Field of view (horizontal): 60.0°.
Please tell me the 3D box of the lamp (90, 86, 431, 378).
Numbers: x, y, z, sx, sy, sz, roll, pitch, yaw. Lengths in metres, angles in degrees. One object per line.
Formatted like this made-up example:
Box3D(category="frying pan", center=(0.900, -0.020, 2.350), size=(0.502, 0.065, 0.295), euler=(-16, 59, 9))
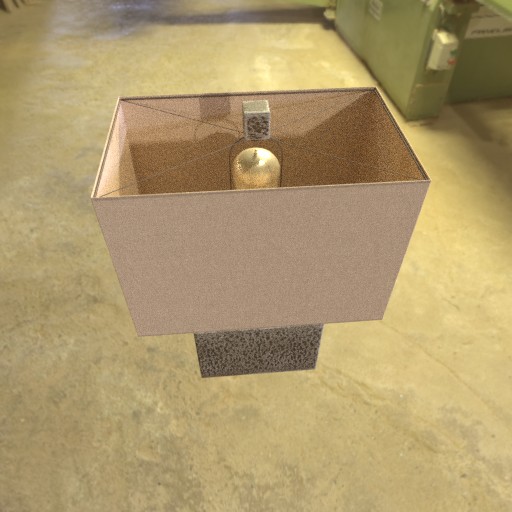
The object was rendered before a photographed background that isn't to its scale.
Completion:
Box3D(category="lamp", center=(0.000, 0.000, 0.570), size=(0.294, 0.411, 0.180), euler=(-3, 46, -3))
